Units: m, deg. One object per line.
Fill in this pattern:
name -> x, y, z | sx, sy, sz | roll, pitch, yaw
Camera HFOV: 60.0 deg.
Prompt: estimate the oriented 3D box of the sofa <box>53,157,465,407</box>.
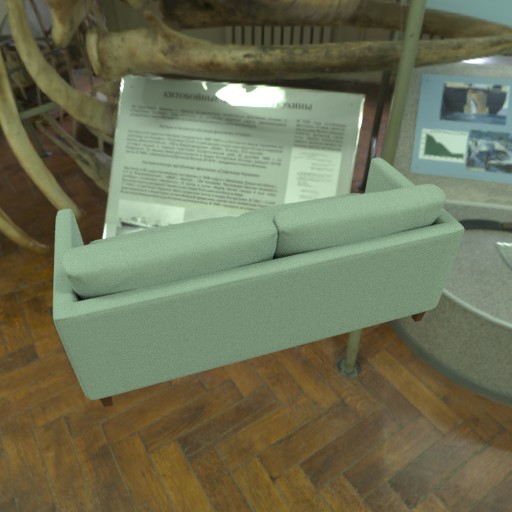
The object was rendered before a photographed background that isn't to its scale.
sofa -> 0.000, 0.000, 2.721 | 2.208, 0.965, 0.951 | -12, 41, -14
